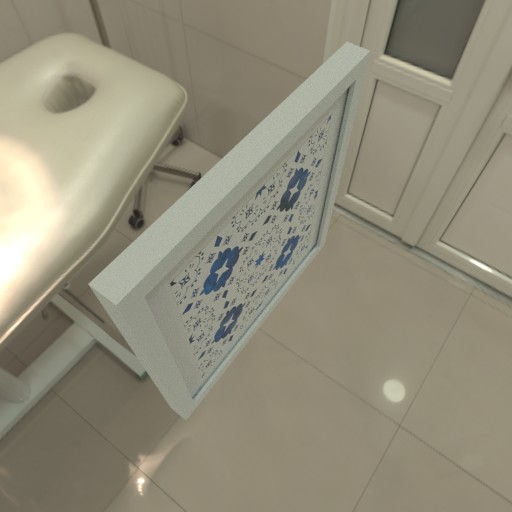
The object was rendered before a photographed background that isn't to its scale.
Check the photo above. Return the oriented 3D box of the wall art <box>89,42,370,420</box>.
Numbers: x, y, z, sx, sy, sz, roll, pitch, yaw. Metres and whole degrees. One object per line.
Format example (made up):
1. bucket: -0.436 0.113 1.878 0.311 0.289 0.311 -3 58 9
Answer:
1. wall art: 0.000 0.000 0.529 0.027 0.355 0.355 32 63 18
